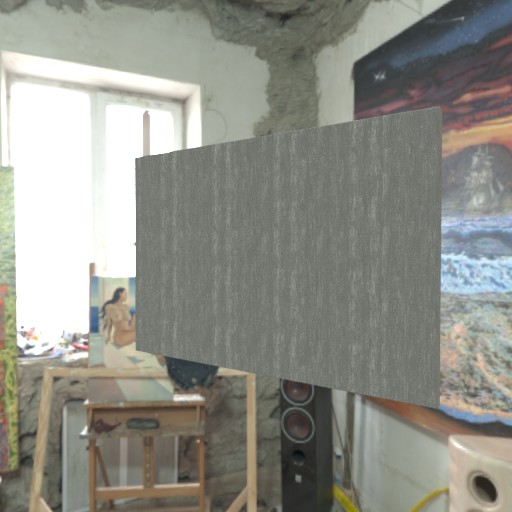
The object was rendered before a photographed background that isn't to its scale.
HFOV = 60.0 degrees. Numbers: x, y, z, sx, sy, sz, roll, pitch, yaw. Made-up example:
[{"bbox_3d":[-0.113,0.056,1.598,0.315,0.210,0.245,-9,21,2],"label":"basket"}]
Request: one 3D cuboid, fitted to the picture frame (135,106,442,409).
[{"bbox_3d":[0.000,0.000,1.217,0.950,0.640,0.029,1,1,34],"label":"picture frame"}]
